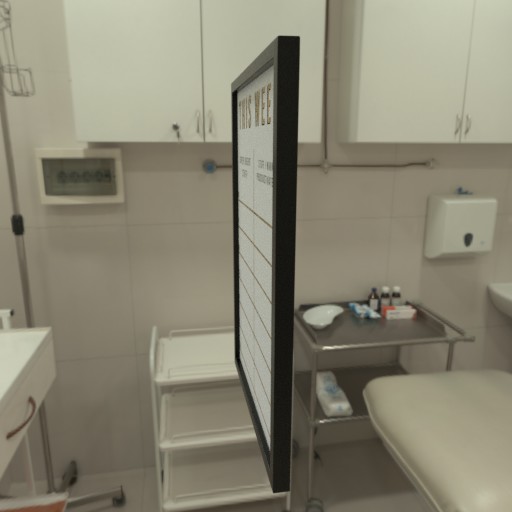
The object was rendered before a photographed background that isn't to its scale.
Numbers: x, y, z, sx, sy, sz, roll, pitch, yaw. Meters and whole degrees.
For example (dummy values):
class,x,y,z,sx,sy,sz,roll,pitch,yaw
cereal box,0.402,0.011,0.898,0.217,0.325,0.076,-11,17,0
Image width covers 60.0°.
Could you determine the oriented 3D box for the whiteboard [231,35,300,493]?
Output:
class,x,y,z,sx,sy,sz,roll,pitch,yaw
whiteboard,0.000,0.000,0.765,0.026,0.611,0.406,-3,14,-10
